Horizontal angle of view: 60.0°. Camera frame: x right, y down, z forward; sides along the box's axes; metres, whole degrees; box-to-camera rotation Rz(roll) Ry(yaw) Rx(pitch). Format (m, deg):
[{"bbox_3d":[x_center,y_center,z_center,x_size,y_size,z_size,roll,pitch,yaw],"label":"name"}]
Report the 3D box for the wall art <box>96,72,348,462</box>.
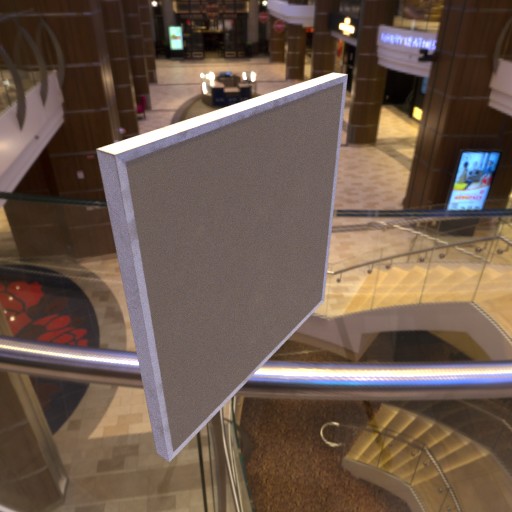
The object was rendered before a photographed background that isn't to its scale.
[{"bbox_3d":[0.000,0.000,0.749,0.029,0.506,0.508,21,38,30],"label":"wall art"}]
